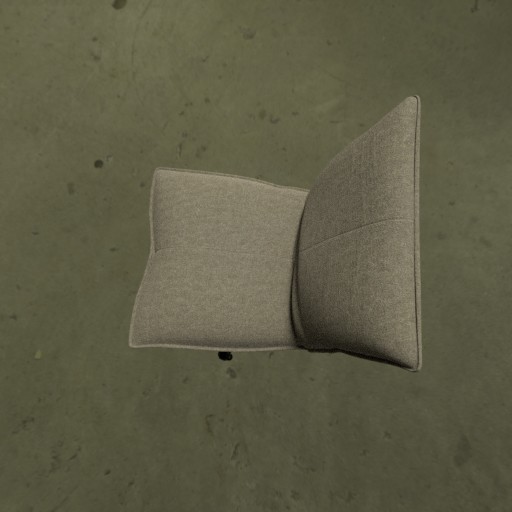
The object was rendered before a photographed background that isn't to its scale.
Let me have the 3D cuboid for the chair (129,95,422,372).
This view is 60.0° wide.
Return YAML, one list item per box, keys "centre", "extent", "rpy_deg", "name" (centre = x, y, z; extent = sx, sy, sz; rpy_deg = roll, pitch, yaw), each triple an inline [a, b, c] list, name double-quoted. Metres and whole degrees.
- centre: [0.000, 0.000, 1.285]
  extent: [0.696, 0.811, 0.597]
  rpy_deg: [5, 75, 1]
  name: "chair"
